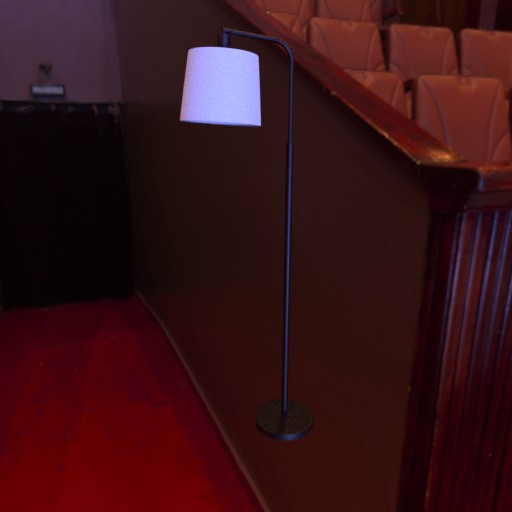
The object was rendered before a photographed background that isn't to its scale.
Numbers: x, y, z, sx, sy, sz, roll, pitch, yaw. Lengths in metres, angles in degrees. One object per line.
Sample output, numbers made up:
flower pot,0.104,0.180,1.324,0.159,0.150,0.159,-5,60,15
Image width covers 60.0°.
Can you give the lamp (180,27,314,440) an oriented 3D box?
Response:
lamp,0.000,0.000,1.604,0.508,1.478,0.254,-7,18,-24
